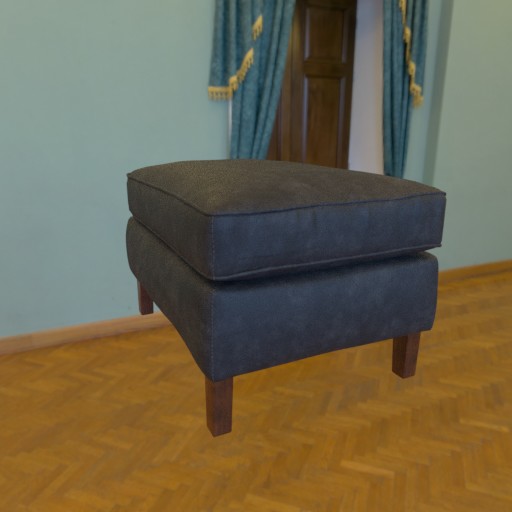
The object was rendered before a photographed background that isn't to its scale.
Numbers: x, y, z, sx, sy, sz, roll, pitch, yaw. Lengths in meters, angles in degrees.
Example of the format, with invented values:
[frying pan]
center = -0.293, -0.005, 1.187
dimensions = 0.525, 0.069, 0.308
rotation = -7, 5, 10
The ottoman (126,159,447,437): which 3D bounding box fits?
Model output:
[ottoman]
center = 0.000, 0.000, 1.018
dimensions = 0.501, 0.413, 0.665
rotation = -7, 17, -25
